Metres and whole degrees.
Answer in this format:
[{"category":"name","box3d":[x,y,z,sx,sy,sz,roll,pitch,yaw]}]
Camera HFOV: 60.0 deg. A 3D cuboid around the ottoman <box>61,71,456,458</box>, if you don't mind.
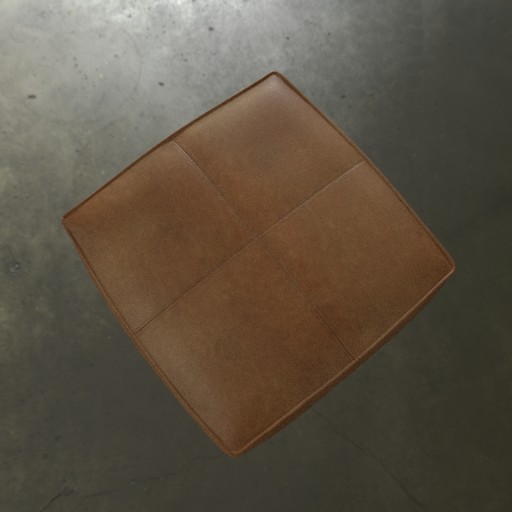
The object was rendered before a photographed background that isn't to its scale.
[{"category":"ottoman","box3d":[0.000,0.000,1.375,0.901,0.395,0.902,-37,79,-9]}]
